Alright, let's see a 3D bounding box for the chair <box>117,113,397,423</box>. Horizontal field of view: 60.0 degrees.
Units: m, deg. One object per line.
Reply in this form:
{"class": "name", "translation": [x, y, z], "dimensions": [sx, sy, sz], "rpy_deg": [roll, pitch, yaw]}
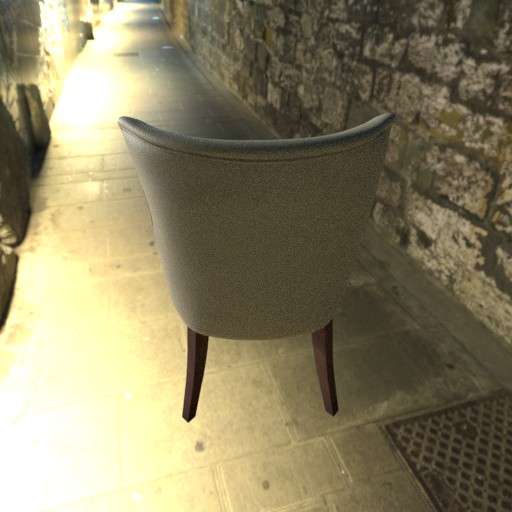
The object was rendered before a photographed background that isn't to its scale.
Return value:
{"class": "chair", "translation": [0.000, 0.000, 1.395], "dimensions": [0.660, 0.952, 0.686], "rpy_deg": [-2, 32, -2]}
